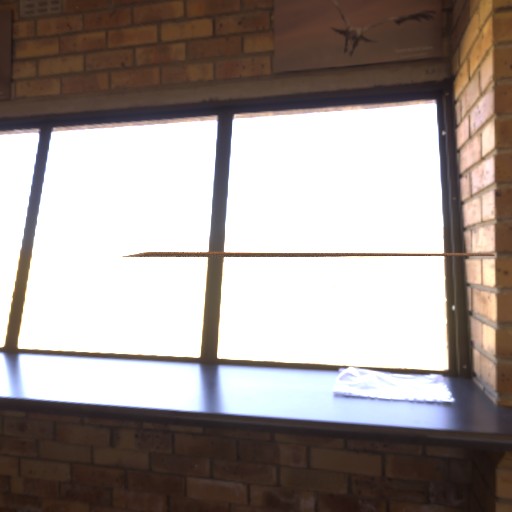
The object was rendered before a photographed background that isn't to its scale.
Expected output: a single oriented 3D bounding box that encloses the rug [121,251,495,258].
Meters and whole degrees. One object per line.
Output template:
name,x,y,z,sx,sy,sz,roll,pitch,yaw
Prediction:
rug,0.000,0.000,2.726,1.524,0.013,2.134,0,0,-19
